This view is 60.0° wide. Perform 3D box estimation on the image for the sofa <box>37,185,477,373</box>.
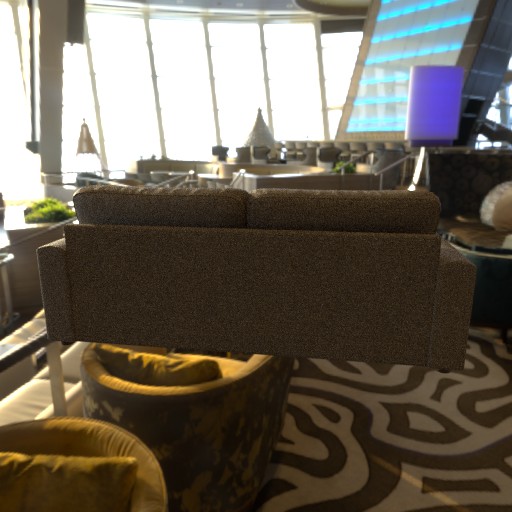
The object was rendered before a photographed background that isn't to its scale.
[{"bbox_3d":[0.000,0.000,2.665,2.179,0.873,1.016,2,15,9],"label":"sofa"}]
